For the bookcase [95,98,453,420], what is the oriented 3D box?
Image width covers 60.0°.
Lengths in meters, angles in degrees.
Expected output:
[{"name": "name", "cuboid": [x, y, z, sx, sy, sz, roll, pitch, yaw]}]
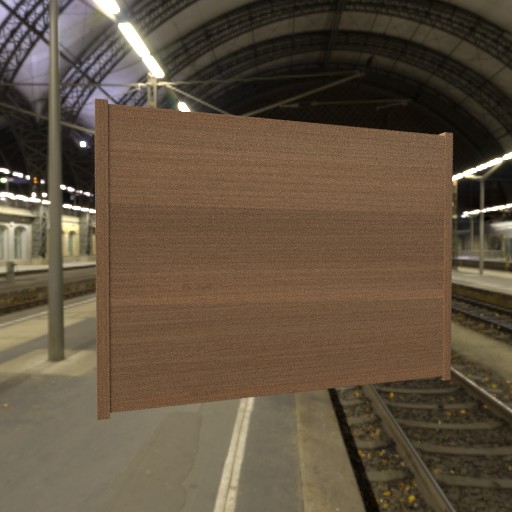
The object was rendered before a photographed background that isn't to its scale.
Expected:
[{"name": "bookcase", "cuboid": [0.000, 0.000, 0.622, 0.415, 0.305, 0.290, 0, 1, -18]}]
